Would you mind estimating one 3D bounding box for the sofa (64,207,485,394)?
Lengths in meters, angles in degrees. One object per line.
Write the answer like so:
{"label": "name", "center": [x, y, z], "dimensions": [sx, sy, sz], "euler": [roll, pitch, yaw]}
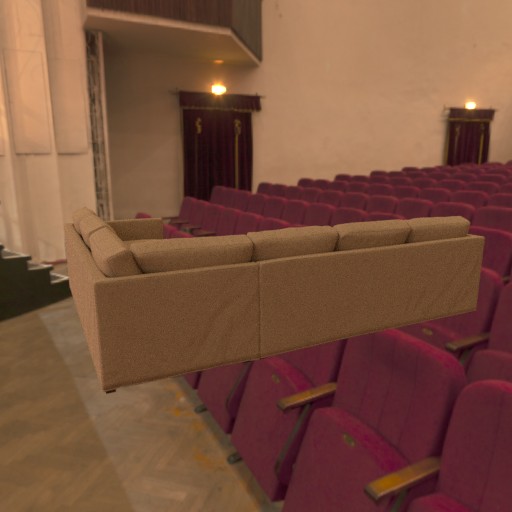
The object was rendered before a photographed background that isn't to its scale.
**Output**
{"label": "sofa", "center": [0.000, 0.000, 4.198], "dimensions": [3.182, 0.871, 2.432], "euler": [-6, 14, -26]}
